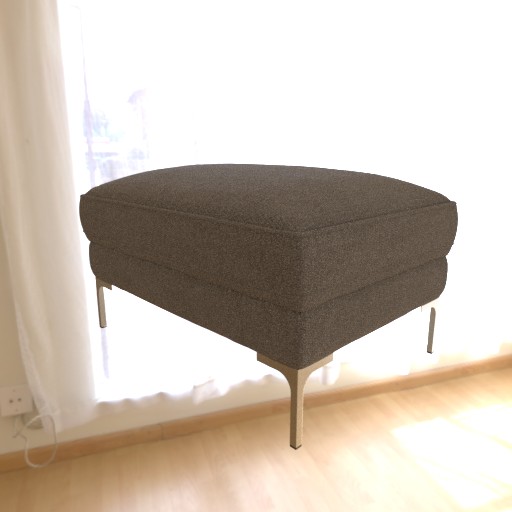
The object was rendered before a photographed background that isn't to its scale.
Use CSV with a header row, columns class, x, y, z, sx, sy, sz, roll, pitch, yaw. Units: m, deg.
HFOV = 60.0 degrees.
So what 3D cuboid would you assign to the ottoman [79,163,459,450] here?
class,x,y,z,sx,sy,sz,roll,pitch,yaw
ottoman,0.000,0.000,1.149,0.583,0.464,0.785,-13,19,-43
